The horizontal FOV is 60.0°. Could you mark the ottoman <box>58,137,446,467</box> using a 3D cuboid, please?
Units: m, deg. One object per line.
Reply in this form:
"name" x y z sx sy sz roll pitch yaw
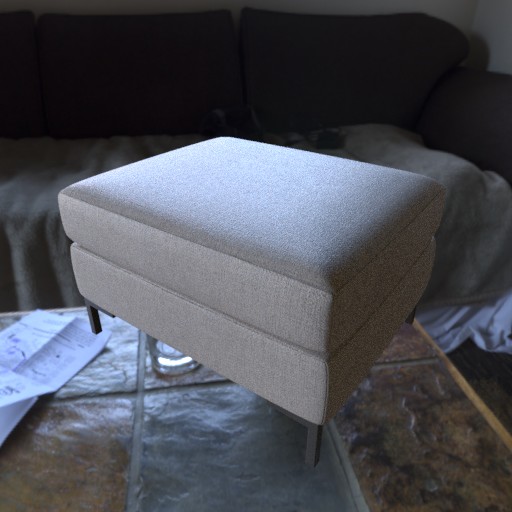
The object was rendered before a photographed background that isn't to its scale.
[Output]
"ottoman" 0.000 0.000 1.233 0.820 0.490 0.671 20 35 31
